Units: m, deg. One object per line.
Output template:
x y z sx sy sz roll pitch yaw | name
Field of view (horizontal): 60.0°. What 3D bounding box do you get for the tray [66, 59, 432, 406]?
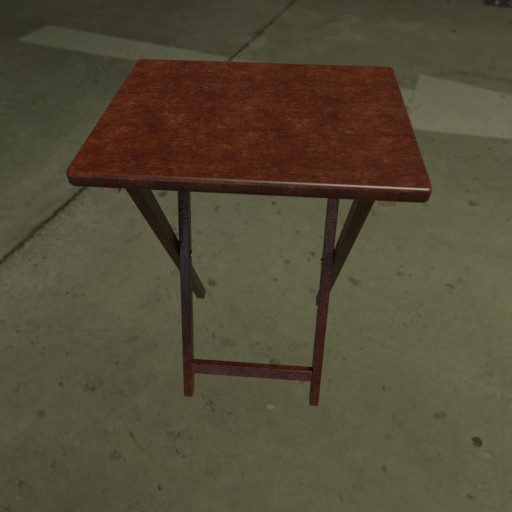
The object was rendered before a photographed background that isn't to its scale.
0.000 0.000 0.941 0.483 0.660 0.381 3 46 3 | tray
